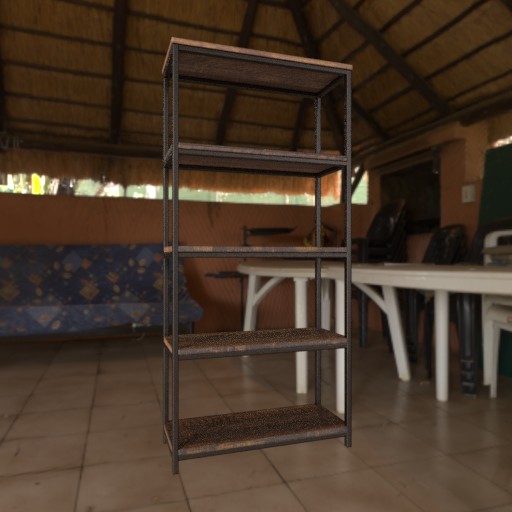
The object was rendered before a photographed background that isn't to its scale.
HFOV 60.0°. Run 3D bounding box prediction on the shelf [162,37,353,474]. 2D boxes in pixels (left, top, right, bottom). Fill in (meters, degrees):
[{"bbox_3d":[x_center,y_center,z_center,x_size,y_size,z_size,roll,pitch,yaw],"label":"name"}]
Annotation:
[{"bbox_3d":[0.000,0.000,2.192,0.874,1.860,0.359,0,0,-18],"label":"shelf"}]
